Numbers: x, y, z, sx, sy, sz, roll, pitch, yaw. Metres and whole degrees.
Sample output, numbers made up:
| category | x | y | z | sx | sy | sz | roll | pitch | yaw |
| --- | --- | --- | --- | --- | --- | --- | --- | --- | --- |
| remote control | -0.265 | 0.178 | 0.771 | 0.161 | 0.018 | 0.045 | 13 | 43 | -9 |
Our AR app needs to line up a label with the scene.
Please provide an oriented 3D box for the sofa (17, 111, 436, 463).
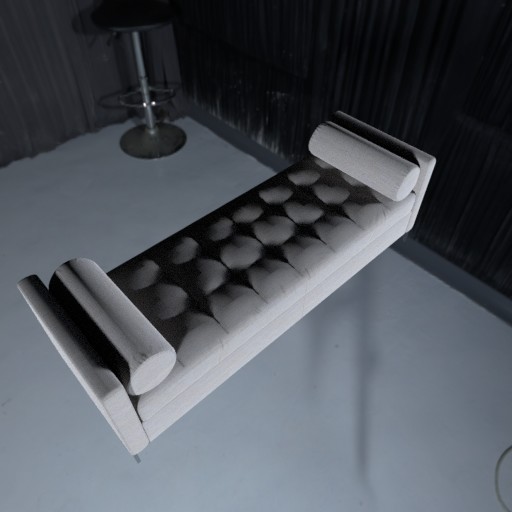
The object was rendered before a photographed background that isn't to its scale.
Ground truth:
| category | x | y | z | sx | sy | sz | roll | pitch | yaw |
| --- | --- | --- | --- | --- | --- | --- | --- | --- | --- |
| sofa | 0.000 | 0.000 | 2.264 | 1.981 | 0.635 | 0.686 | -34 | 56 | -27 |
